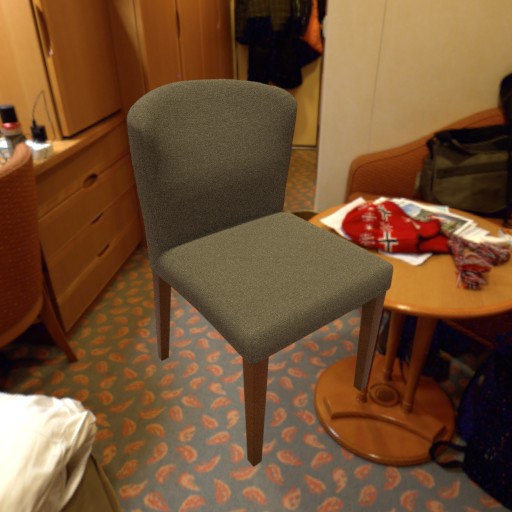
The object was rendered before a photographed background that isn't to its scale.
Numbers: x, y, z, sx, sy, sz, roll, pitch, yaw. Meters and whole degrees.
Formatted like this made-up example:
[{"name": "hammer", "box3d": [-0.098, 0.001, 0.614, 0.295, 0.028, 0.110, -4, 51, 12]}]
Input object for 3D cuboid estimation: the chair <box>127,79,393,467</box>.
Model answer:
[{"name": "chair", "box3d": [0.000, 0.000, 1.210, 0.491, 0.839, 0.589, -21, 36, -32]}]
